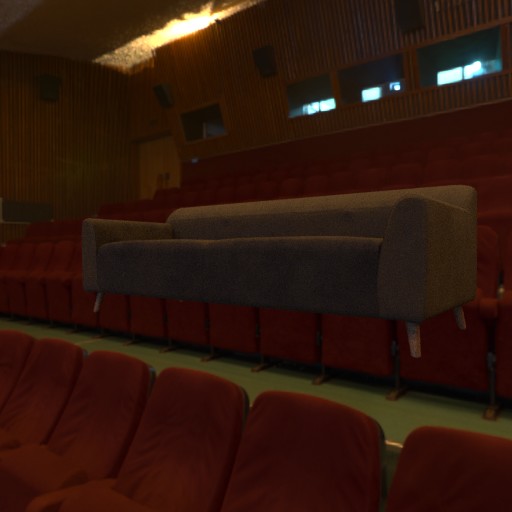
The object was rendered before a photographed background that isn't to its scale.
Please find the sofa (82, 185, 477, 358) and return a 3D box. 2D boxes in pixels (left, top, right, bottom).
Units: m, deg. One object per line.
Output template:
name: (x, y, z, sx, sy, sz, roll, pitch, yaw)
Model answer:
sofa: (0.000, 0.000, 2.582, 2.190, 0.740, 0.900, 0, 1, 37)
